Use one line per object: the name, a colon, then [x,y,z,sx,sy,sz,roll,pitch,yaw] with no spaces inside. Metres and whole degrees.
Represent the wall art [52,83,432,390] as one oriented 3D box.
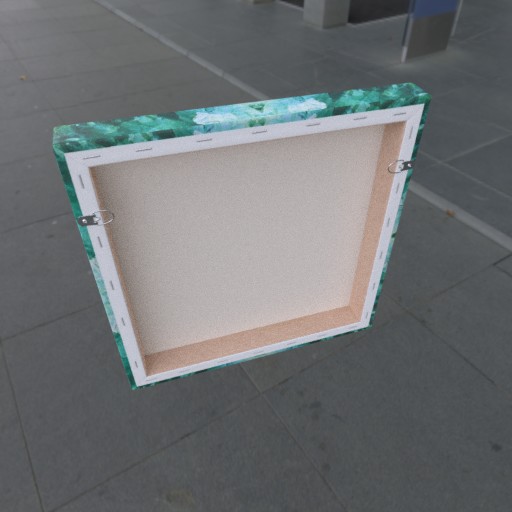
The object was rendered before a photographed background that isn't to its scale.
wall art: [0.000,0.000,0.462,0.313,0.313,0.033,-12,42,-13]
